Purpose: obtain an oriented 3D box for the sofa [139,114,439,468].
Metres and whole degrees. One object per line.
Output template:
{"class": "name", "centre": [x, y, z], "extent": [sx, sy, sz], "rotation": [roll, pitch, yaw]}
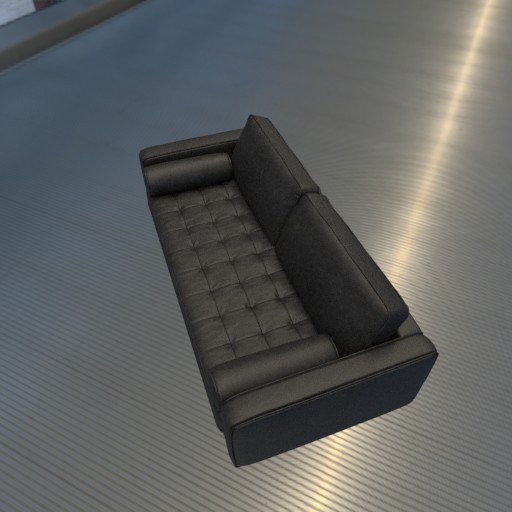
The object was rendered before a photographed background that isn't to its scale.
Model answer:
{"class": "sofa", "centre": [0.000, 0.000, 2.387], "extent": [0.921, 0.770, 1.879], "rotation": [-15, 49, -14]}
